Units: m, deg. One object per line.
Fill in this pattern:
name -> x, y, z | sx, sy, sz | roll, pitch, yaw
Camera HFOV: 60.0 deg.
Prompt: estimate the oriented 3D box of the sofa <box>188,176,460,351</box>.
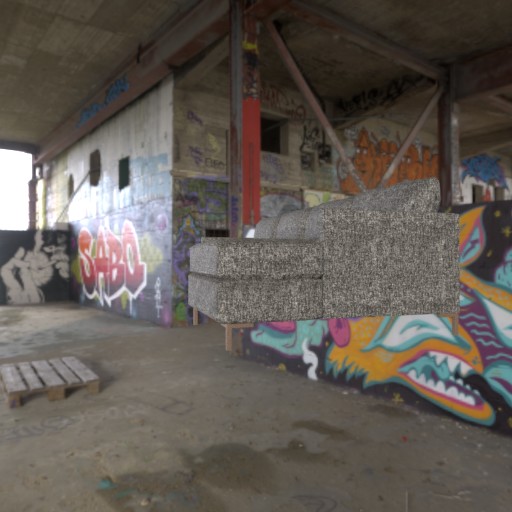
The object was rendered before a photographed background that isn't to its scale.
sofa -> 0.000, 0.000, 3.988 | 1.488, 0.970, 3.384 | 0, 0, -18
